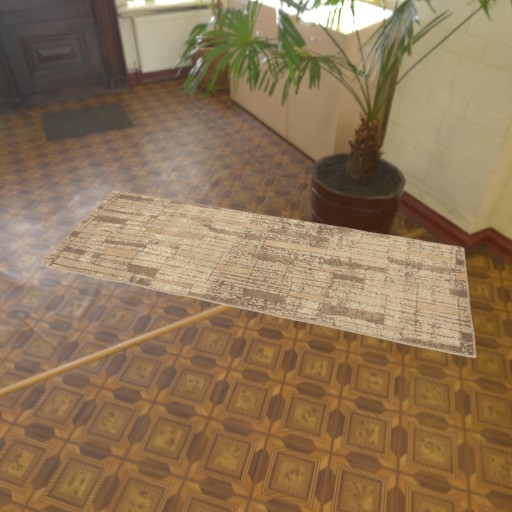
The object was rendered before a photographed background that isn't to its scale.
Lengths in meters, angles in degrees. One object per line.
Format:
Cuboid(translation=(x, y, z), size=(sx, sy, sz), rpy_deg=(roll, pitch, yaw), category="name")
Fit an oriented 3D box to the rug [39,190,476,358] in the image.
Cuboid(translation=(0.000, 0.000, 2.624), size=(2.383, 0.018, 0.857), rpy_deg=(11, 41, 12), category="rug")
